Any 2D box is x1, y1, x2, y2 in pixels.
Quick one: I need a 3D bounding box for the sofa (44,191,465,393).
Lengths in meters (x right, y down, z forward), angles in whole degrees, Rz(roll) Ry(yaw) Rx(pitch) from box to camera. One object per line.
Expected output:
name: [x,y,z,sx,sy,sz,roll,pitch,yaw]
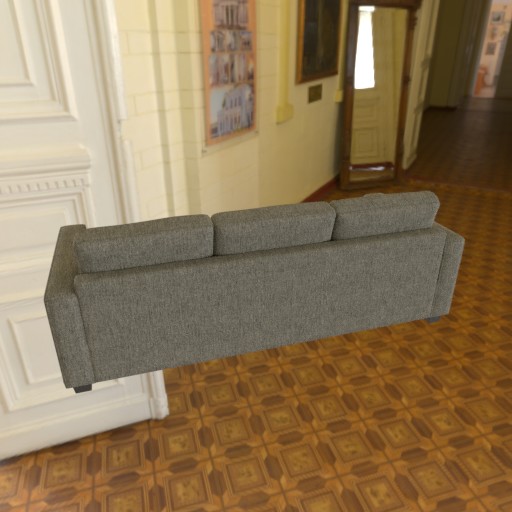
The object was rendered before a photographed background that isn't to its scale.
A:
sofa: [0.000,0.000,2.593,2.160,0.800,0.900,-8,27,-15]
